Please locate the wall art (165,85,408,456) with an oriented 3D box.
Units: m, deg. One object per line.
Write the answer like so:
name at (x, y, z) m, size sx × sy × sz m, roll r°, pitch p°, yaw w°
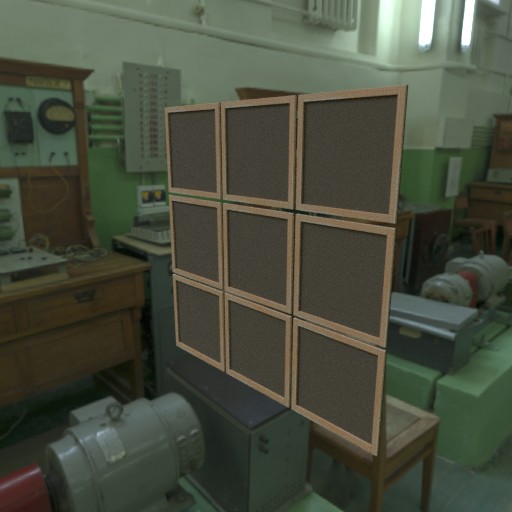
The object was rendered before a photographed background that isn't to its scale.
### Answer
wall art at (0.000, 0.000, 1.819) m, size 0.013 × 1.218 × 1.216 m, roll -14°, pitch 20°, yaw -43°
